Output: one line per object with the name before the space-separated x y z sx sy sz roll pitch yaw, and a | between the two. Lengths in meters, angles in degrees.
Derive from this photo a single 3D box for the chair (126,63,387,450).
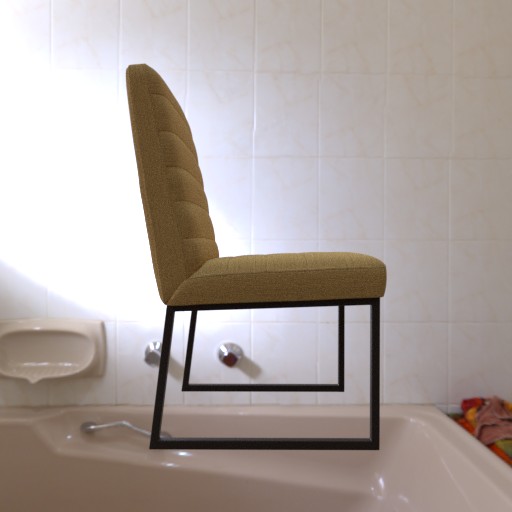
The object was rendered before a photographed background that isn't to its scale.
chair | 0.000 0.000 1.293 0.634 0.930 0.520 0 1 0
